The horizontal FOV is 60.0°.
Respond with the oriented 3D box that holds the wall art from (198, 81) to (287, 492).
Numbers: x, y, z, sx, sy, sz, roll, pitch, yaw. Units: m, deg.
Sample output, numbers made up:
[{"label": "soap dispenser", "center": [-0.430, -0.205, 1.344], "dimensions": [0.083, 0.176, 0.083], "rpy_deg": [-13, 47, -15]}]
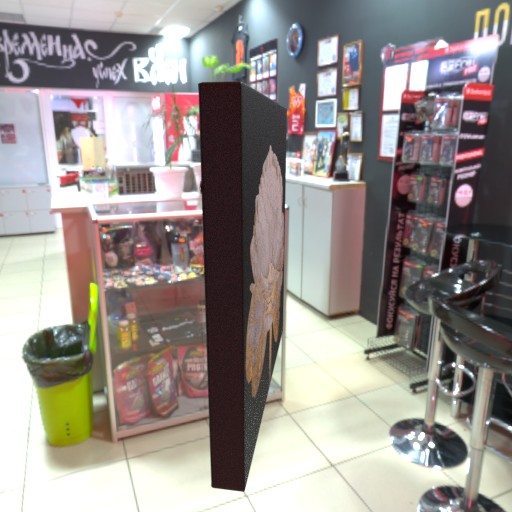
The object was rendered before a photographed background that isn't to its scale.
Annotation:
[{"label": "wall art", "center": [0.000, 0.000, 0.608], "dimensions": [0.041, 0.407, 0.406], "rpy_deg": [2, 16, 9]}]
